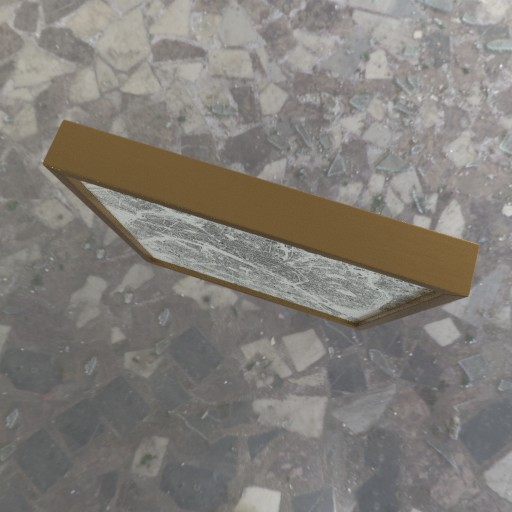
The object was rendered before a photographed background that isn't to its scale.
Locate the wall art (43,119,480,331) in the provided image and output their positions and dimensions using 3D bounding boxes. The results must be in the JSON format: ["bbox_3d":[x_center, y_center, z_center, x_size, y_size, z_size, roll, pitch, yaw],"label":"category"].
[{"bbox_3d":[0.000,0.000,0.452,0.305,0.305,0.037,17,77,4],"label":"wall art"}]
